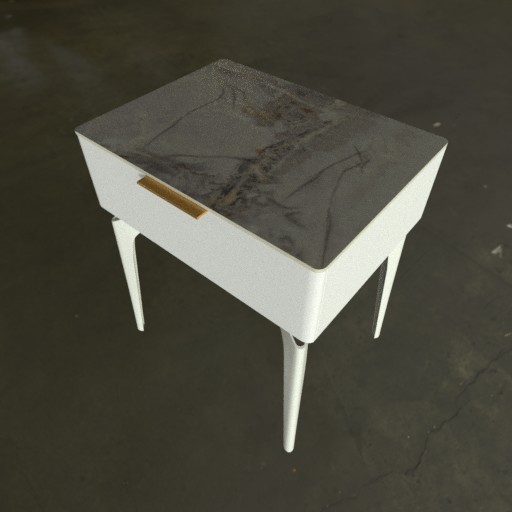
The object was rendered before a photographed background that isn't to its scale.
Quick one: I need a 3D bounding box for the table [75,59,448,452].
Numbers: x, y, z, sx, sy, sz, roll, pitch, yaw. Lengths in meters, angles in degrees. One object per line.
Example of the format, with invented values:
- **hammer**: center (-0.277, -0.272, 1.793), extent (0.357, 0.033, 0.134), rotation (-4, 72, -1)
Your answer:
- **table**: center (0.000, 0.000, 0.932), extent (0.500, 0.570, 0.400), rotation (31, 54, 26)
